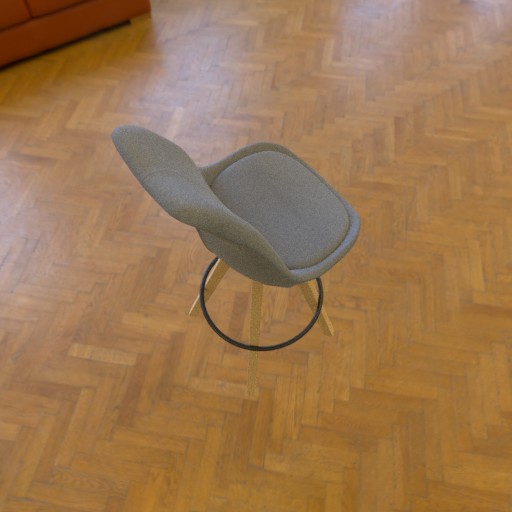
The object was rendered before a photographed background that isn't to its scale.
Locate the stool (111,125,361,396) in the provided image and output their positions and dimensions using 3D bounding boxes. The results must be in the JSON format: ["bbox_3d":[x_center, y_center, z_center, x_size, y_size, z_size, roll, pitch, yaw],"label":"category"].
[{"bbox_3d":[0.000,0.000,1.394,0.550,1.115,0.485,-33,64,-18],"label":"stool"}]
